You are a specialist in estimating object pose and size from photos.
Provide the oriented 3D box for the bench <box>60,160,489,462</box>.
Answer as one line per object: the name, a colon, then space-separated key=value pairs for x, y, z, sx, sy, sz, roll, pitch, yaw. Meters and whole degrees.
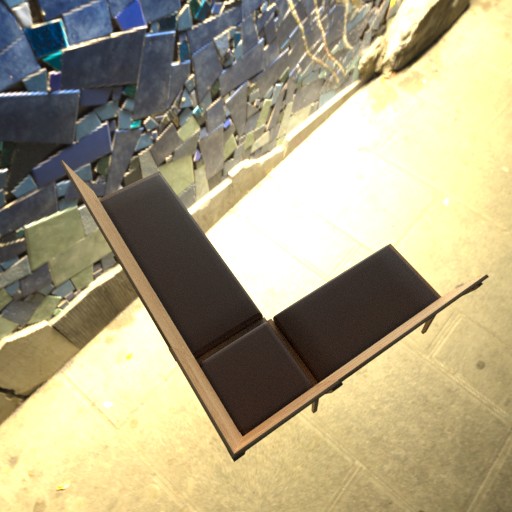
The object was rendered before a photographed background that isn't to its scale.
bench: x=0.000 y=0.000 z=2.830 sx=1.549 sy=0.890 sz=1.975 roll=-31 pitch=65 yaw=-16
